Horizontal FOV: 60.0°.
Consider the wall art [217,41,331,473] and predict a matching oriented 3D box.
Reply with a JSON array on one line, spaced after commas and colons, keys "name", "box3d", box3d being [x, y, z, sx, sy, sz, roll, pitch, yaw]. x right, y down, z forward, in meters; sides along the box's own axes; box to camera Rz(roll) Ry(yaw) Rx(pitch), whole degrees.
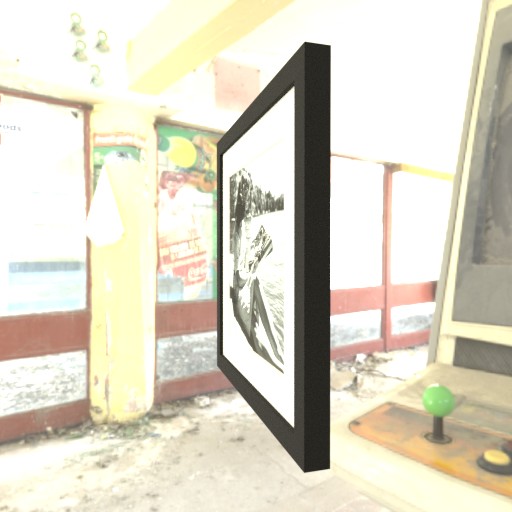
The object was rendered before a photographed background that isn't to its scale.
[{"name": "wall art", "box3d": [0.000, 0.000, 0.696, 0.030, 0.458, 0.462, 0, 1, -17]}]
